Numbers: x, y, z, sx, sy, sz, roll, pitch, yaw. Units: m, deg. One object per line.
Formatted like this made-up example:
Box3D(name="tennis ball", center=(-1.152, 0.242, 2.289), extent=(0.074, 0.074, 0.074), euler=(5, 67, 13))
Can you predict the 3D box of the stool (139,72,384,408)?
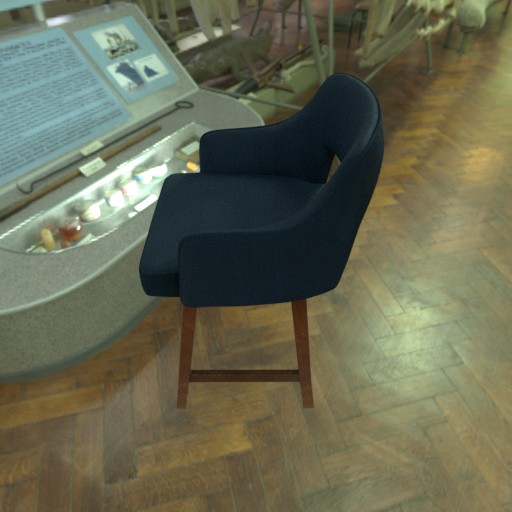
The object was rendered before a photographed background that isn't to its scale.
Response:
Box3D(name="stool", center=(0.000, 0.000, 1.289), extent=(0.560, 0.940, 0.550), euler=(0, 40, 0))
